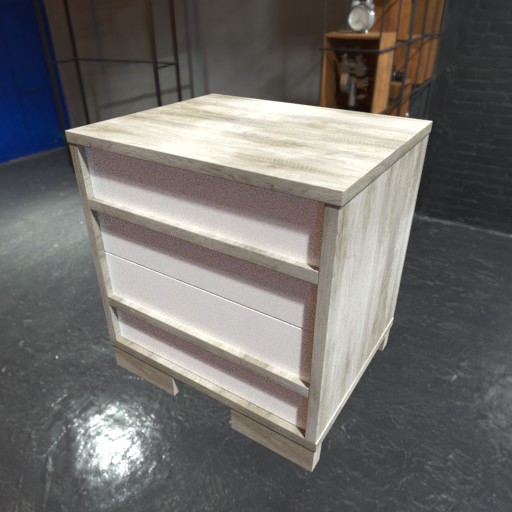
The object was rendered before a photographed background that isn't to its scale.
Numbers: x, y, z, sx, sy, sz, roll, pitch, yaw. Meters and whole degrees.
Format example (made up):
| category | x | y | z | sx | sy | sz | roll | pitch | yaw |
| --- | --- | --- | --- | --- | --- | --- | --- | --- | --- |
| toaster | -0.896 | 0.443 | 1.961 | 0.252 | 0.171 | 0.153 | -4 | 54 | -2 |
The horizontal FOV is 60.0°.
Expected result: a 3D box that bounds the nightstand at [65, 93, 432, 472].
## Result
| category | x | y | z | sx | sy | sz | roll | pitch | yaw |
| --- | --- | --- | --- | --- | --- | --- | --- | --- | --- |
| nightstand | 0.000 | 0.000 | 0.770 | 0.427 | 0.448 | 0.347 | 18 | 35 | 28 |
